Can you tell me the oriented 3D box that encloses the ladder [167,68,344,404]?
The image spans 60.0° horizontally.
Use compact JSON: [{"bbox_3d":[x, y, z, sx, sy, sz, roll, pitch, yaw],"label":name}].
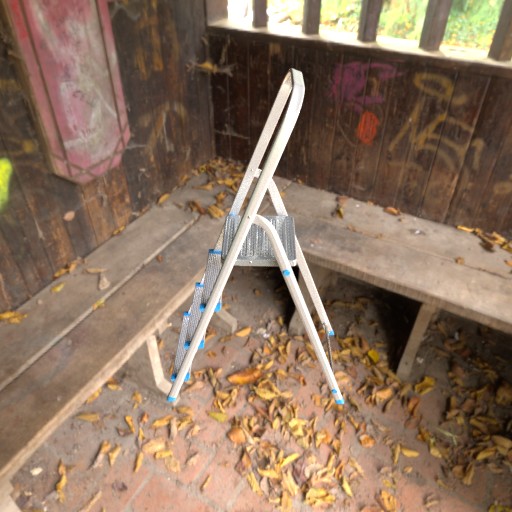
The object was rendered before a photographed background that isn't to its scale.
[{"bbox_3d":[0.000,0.000,1.814,0.842,1.434,0.445,1,39,1],"label":"ladder"}]
